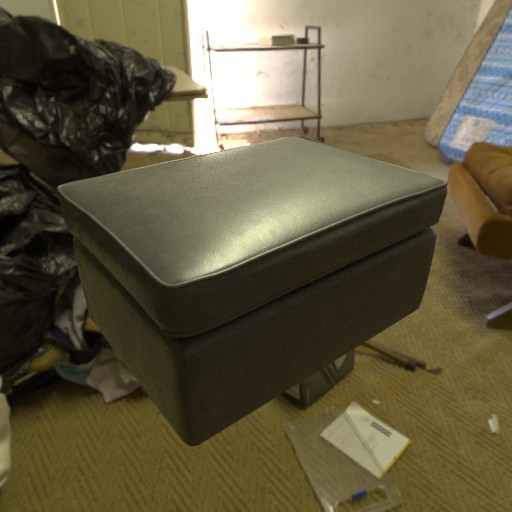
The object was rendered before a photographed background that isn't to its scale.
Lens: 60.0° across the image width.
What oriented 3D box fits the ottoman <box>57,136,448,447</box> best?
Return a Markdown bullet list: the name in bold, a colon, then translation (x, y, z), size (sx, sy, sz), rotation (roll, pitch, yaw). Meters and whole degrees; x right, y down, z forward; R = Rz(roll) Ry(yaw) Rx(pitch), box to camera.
- **ottoman**: translation (0.000, 0.000, 1.111), size (0.756, 0.445, 0.554), rotation (-21, 35, -33)
